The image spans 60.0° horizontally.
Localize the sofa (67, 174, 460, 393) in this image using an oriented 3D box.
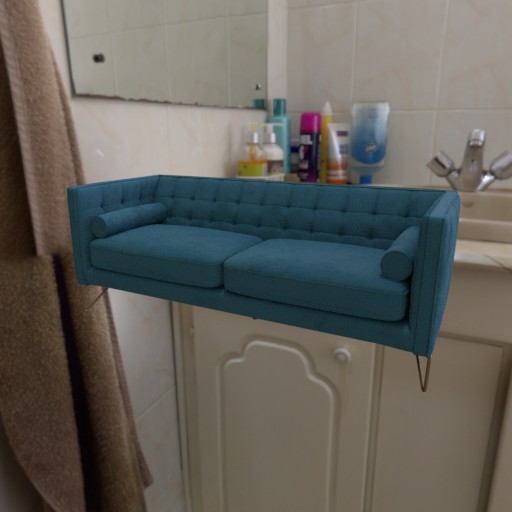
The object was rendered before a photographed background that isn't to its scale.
[{"bbox_3d":[0.000,0.000,2.585,2.087,0.789,0.867,8,18,26],"label":"sofa"}]
